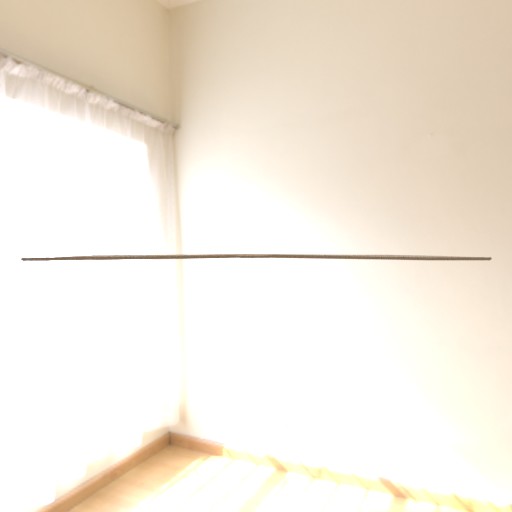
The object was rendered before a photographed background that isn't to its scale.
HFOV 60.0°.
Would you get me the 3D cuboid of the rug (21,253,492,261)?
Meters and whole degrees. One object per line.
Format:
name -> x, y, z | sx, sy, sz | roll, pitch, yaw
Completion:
rug -> 0.000, 0.000, 4.252 | 3.245, 0.046, 2.467 | 0, 1, 0
